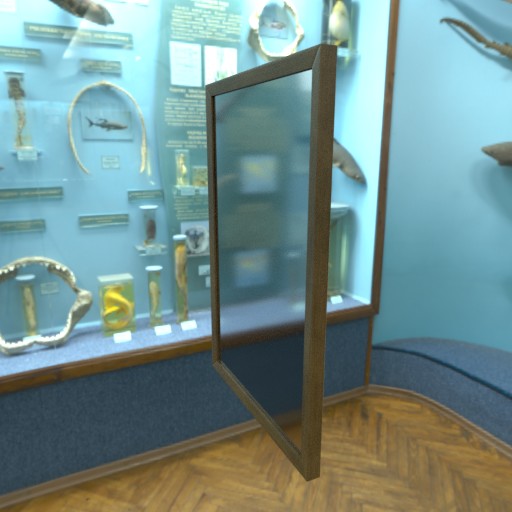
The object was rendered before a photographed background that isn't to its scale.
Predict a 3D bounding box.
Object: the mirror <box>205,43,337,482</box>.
[{"bbox_3d":[0.000,0.000,1.168,0.040,0.915,0.609,-7,15,-25],"label":"mirror"}]
